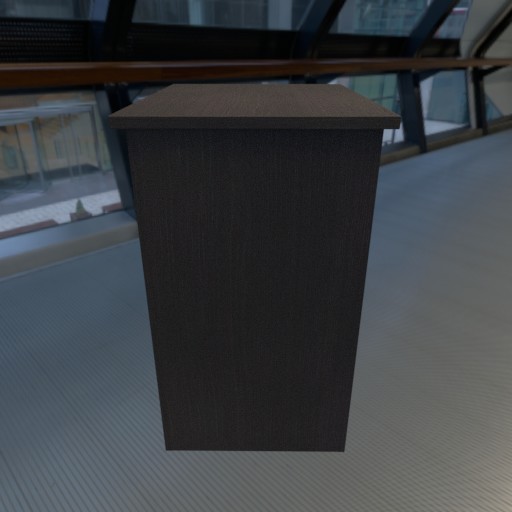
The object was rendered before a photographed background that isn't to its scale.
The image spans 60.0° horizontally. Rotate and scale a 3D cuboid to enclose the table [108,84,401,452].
[{"bbox_3d":[0.000,0.000,0.928,0.381,0.635,0.480,0,26,0],"label":"table"}]
